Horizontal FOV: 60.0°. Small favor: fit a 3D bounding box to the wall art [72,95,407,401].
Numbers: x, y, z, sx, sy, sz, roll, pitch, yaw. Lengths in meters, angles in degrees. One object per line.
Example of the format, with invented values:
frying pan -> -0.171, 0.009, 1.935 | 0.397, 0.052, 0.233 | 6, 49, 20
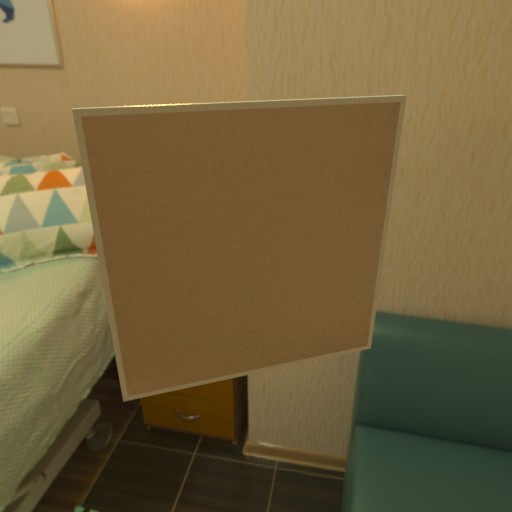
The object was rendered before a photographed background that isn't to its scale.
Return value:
wall art -> 0.000, 0.000, 0.839 | 0.557, 0.557, 0.012 | -8, 27, -16
